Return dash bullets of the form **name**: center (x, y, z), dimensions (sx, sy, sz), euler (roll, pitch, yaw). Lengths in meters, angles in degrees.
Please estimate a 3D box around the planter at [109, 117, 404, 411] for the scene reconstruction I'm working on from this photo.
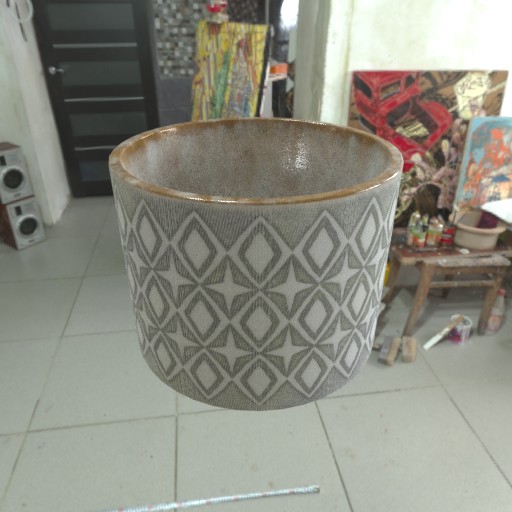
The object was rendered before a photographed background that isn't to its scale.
- **planter**: center (0.000, 0.000, 0.452), dimensions (0.255, 0.223, 0.255), euler (0, 29, 0)
